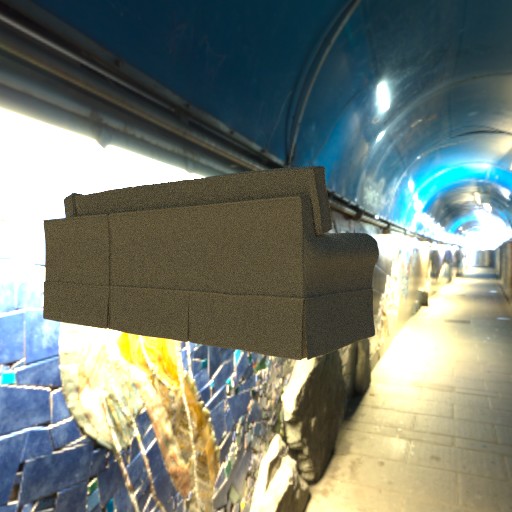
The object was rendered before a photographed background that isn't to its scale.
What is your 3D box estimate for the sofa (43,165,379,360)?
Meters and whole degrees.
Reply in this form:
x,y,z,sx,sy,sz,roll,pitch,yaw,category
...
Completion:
x,y,z,sx,sy,sz,roll,pitch,yaw,category
0.000,0.000,3.999,2.591,1.070,2.597,0,0,37,sofa
